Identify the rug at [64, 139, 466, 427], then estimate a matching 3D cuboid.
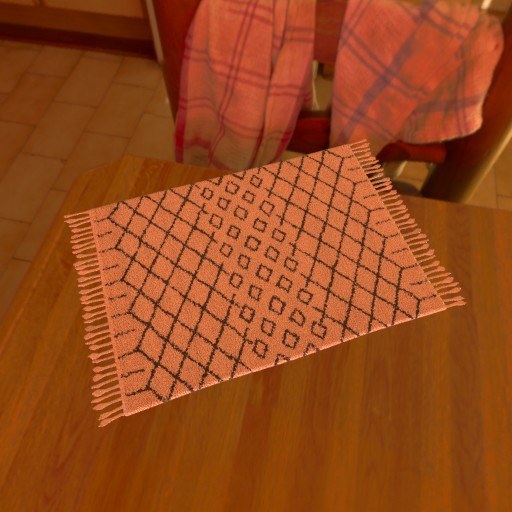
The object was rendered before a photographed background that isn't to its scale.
[{"bbox_3d":[0.000,0.000,3.267,2.615,0.029,1.664,-16,61,-9],"label":"rug"}]
